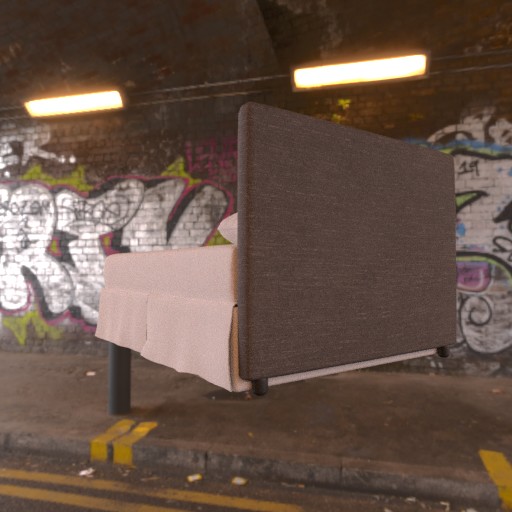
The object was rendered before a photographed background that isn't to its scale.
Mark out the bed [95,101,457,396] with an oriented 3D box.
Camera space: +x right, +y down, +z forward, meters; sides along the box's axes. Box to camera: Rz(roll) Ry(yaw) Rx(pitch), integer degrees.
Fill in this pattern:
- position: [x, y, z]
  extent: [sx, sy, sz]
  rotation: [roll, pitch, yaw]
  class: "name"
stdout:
- position: [0.000, 0.000, 3.244]
  extent: [1.723, 1.330, 2.142]
  rotation: [1, -2, -36]
  class: "bed"
